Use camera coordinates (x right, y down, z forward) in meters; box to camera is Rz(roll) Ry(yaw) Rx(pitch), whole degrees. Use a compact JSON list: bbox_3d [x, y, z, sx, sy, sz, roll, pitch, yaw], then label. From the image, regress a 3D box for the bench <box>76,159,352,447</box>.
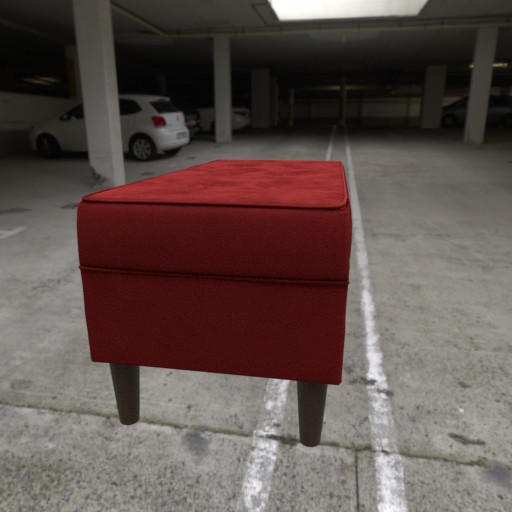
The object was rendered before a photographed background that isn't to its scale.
[{"bbox_3d":[0.000,0.000,1.263,0.492,0.471,1.016,3,16,10],"label":"bench"}]
